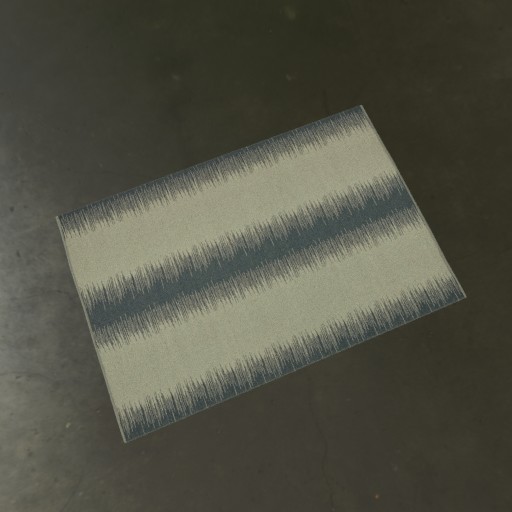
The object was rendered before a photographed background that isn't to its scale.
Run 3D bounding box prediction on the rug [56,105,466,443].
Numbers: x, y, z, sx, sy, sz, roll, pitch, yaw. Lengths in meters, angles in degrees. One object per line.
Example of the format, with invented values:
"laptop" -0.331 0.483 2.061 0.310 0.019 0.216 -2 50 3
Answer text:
"rug" 0.000 0.000 2.344 1.854 0.006 1.234 -21 75 -6
